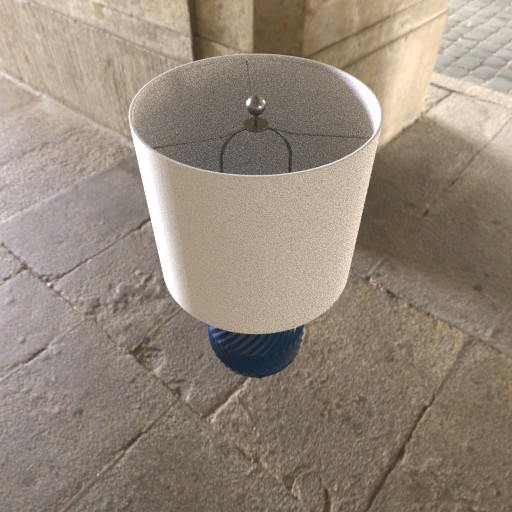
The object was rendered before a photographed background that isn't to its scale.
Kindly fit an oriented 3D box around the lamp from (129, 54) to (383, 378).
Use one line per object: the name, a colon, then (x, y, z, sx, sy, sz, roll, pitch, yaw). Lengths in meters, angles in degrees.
lamp: (0.000, 0.000, 0.488, 0.203, 0.368, 0.203, -4, 46, -4)
